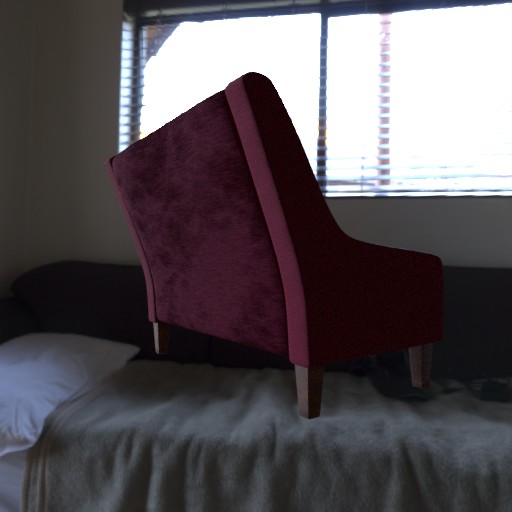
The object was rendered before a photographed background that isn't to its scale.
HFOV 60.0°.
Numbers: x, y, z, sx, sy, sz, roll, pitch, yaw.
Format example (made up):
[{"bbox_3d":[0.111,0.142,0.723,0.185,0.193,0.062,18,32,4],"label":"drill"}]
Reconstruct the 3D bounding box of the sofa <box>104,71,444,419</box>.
[{"bbox_3d":[0.000,0.000,1.905,0.946,0.976,1.242,0,-1,-35],"label":"sofa"}]
